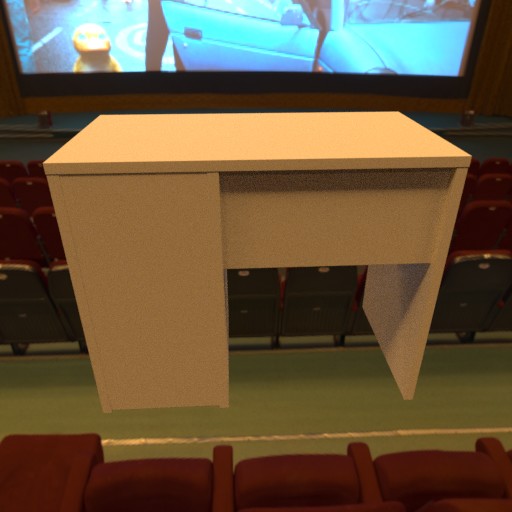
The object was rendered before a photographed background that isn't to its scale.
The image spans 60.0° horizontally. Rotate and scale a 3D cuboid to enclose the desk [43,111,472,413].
[{"bbox_3d":[0.000,0.000,1.313,0.898,0.730,0.482,-2,29,-3],"label":"desk"}]
